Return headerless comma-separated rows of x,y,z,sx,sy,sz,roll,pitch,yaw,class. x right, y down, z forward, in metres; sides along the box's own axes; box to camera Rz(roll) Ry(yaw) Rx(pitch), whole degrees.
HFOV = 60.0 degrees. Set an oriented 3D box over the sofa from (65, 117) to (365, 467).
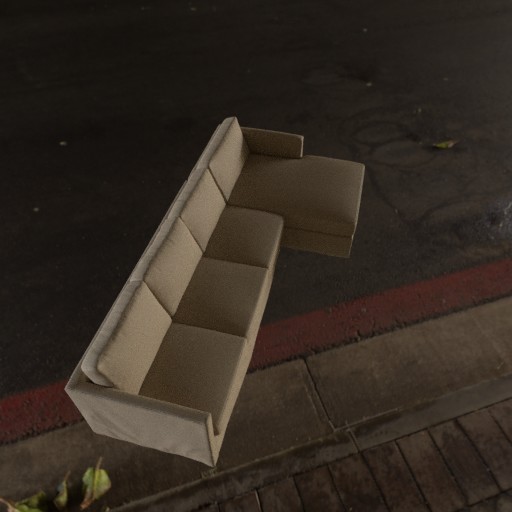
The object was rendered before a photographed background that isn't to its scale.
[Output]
0.000,0.000,3.799,1.622,0.871,3.206,10,48,10,sofa
